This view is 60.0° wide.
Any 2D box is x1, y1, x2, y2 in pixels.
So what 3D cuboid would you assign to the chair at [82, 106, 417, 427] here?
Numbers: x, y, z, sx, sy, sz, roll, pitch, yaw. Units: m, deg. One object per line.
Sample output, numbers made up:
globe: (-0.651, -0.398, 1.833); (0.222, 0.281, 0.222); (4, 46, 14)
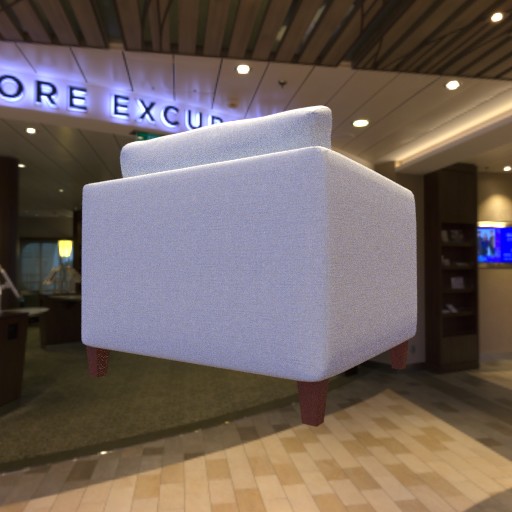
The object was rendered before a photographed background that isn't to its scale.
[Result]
chair: (0.000, 0.000, 1.854); (1.107, 0.961, 0.953); (-1, -2, 34)
